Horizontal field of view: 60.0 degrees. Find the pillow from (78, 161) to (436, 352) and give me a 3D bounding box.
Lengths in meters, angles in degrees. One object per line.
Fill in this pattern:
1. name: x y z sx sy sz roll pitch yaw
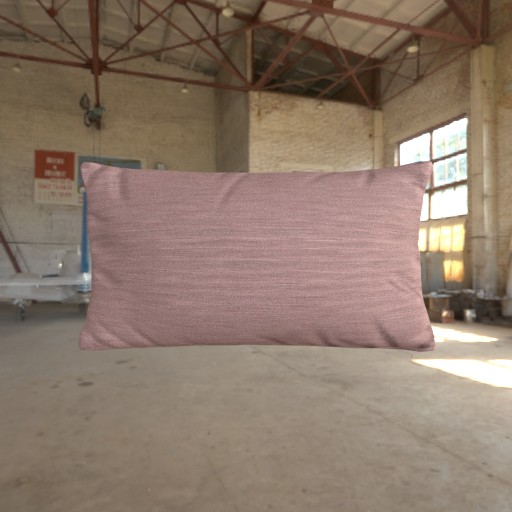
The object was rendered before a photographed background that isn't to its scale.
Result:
1. pillow: 0.000 0.000 0.782 0.633 0.338 0.210 0 -2 1
